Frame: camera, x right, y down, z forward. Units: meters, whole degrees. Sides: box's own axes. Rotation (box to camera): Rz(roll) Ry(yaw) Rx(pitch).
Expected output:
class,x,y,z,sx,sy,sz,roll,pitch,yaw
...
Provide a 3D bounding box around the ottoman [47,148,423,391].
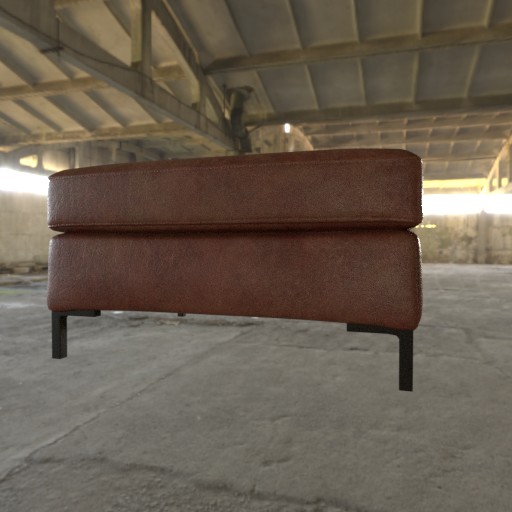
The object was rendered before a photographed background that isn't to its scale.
class,x,y,z,sx,sy,sz,roll,pitch,yaw
ottoman,0.000,0.000,1.744,1.186,0.667,0.965,0,2,17
